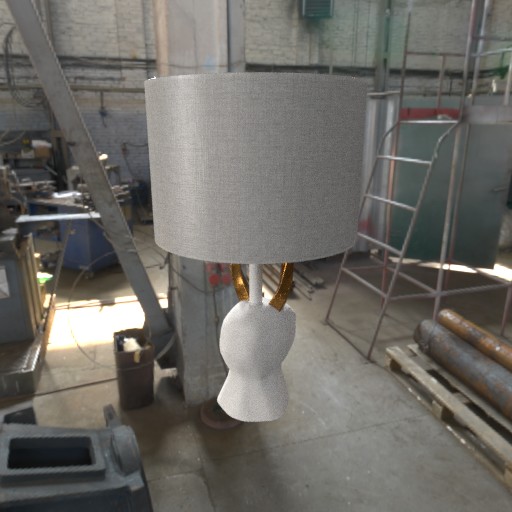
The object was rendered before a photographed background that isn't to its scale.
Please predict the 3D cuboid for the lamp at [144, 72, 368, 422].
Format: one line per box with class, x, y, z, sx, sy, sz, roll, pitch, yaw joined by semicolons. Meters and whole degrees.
lamp;0.000;0.000;0.679;0.298;0.503;0.298;8;19;26
